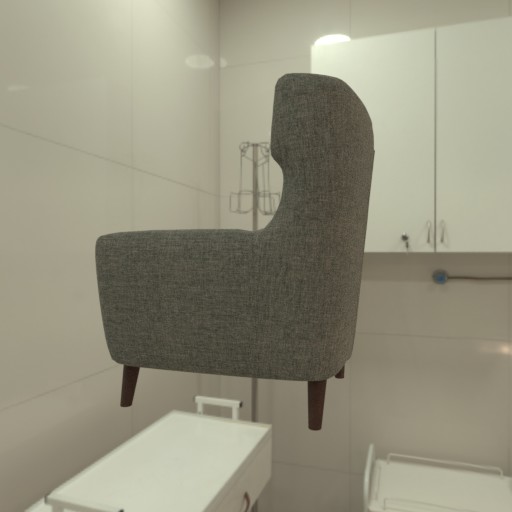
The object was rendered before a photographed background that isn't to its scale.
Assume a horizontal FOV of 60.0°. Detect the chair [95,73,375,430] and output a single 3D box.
[{"bbox_3d":[0.000,0.000,1.742,0.904,1.063,0.878,0,0,18],"label":"chair"}]
